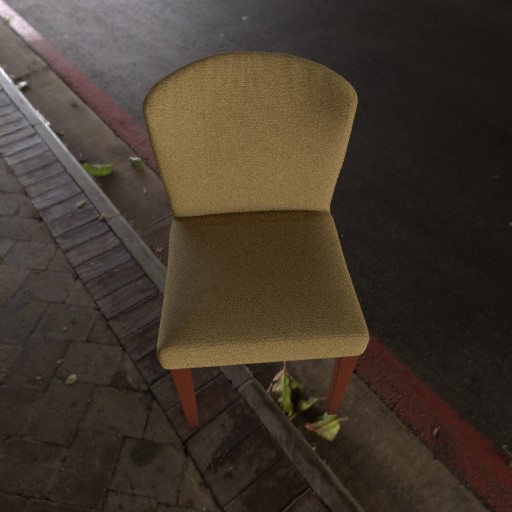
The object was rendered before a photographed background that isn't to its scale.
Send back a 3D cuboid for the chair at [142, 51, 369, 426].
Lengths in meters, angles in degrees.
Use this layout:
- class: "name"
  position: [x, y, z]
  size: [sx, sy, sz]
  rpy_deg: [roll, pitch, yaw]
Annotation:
- class: "chair"
  position: [0.000, 0.000, 1.172]
  size: [0.491, 0.839, 0.589]
  rpy_deg: [-3, 47, -3]
